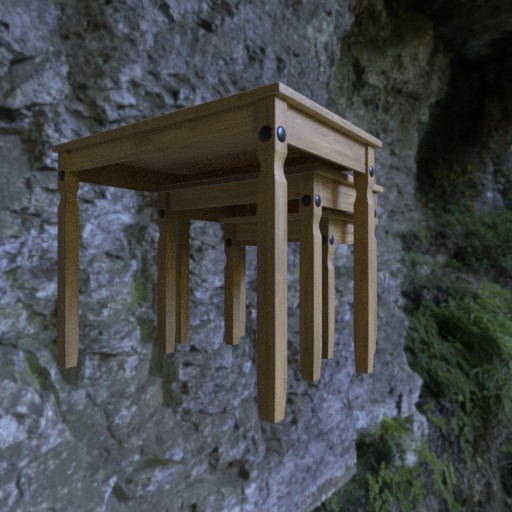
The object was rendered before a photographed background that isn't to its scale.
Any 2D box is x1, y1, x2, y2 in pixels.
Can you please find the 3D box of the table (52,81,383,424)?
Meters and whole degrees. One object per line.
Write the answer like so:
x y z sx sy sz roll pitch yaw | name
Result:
0.000 0.000 1.189 0.660 0.535 0.773 0 -1 36 | table
